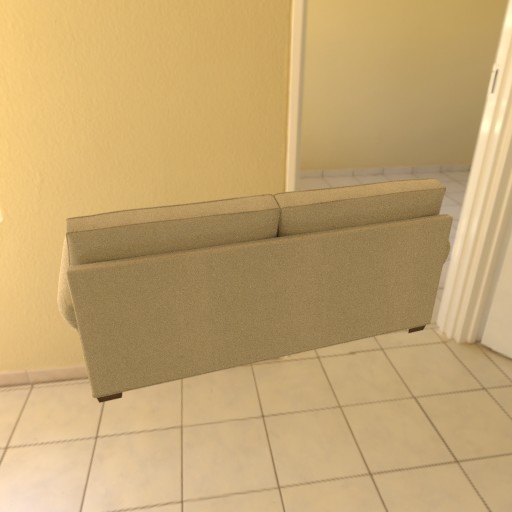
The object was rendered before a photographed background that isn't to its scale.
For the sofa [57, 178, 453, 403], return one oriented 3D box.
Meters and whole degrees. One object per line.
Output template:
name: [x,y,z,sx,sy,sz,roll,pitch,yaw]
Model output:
sofa: [0.000,0.000,2.654,2.146,0.962,0.901,-9,28,-16]
